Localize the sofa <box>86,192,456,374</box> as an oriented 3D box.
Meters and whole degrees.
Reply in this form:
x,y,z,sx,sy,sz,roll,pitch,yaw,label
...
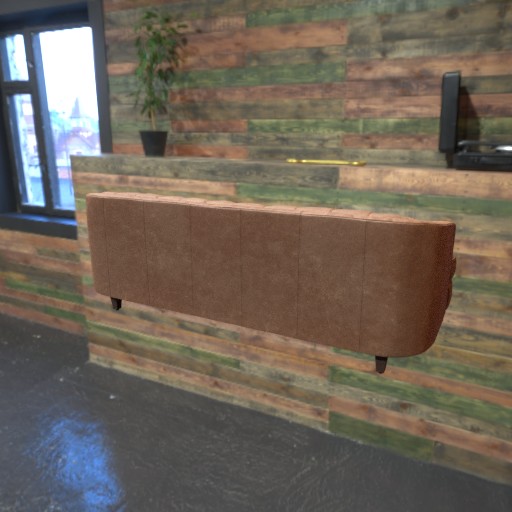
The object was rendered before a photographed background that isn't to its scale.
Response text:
x,y,z,sx,sy,sz,roll,pitch,yaw,label
0.000,0.000,2.781,2.257,0.791,0.922,8,17,26,sofa
